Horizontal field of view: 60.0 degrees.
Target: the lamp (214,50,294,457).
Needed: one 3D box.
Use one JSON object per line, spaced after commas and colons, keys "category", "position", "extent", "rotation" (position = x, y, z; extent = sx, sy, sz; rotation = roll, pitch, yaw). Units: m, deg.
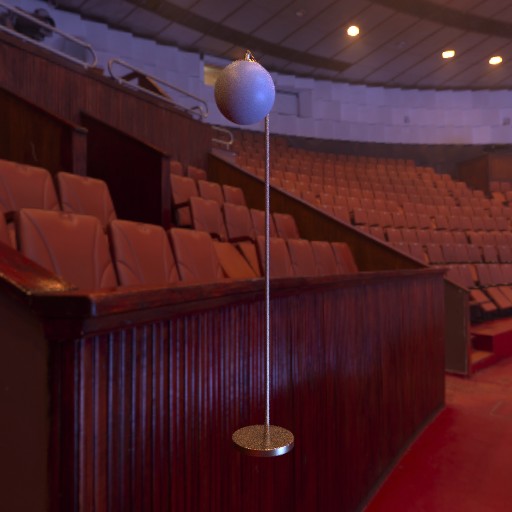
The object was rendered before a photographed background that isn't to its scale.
{"category": "lamp", "position": [0.000, 0.000, 1.700], "extent": [0.249, 1.505, 0.476], "rotation": [0, 0, 18]}
